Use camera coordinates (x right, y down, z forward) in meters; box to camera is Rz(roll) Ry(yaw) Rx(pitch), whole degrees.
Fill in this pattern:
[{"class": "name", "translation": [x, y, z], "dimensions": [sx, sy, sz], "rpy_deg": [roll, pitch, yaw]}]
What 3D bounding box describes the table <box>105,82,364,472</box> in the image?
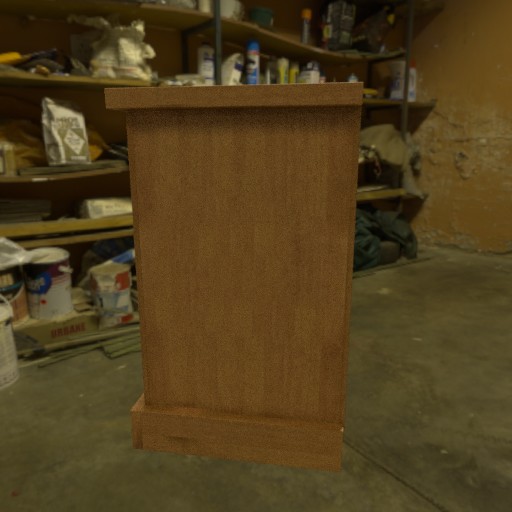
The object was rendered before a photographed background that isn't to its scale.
[{"class": "table", "translation": [0.000, 0.000, 1.241], "dimensions": [0.500, 0.813, 0.660], "rpy_deg": [2, 14, 9]}]
